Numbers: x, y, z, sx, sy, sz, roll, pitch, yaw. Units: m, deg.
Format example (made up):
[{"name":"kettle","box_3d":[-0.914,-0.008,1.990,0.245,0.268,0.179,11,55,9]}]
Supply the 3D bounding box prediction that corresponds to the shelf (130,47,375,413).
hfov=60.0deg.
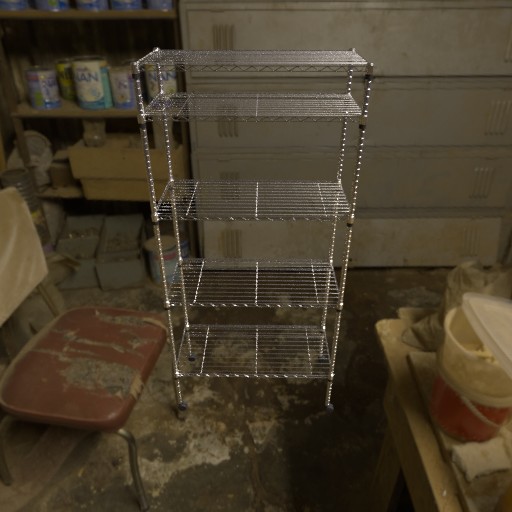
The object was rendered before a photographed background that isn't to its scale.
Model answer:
[{"name":"shelf","box_3d":[0.000,0.000,1.903,0.762,1.587,0.356,1,32,1]}]
